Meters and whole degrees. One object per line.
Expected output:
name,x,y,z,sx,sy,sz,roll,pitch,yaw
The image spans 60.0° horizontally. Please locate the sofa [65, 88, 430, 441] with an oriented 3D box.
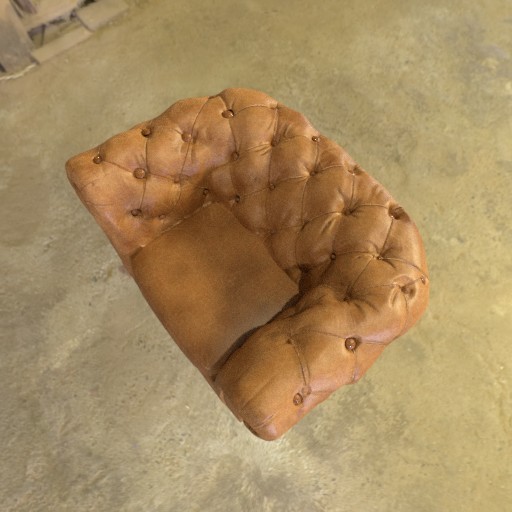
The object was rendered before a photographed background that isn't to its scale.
sofa,0.000,0.000,2.040,1.033,0.878,1.405,-35,68,-16
